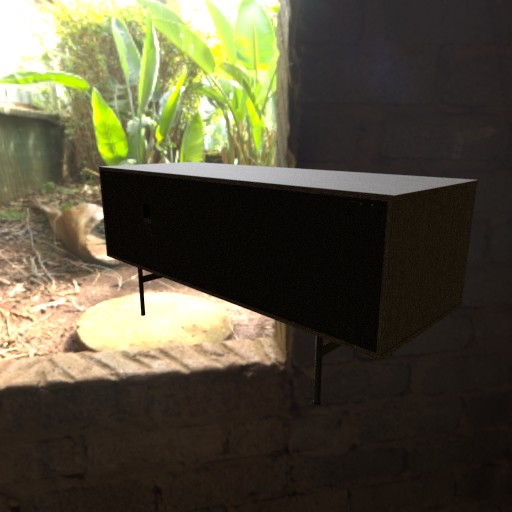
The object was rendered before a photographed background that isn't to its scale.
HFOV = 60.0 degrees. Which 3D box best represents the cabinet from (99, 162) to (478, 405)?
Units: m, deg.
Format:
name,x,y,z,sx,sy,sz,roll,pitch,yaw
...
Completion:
name,x,y,z,sx,sy,sz,roll,pitch,yaw
cabinet,0.000,0.000,1.602,1.300,0.599,0.500,14,21,43
